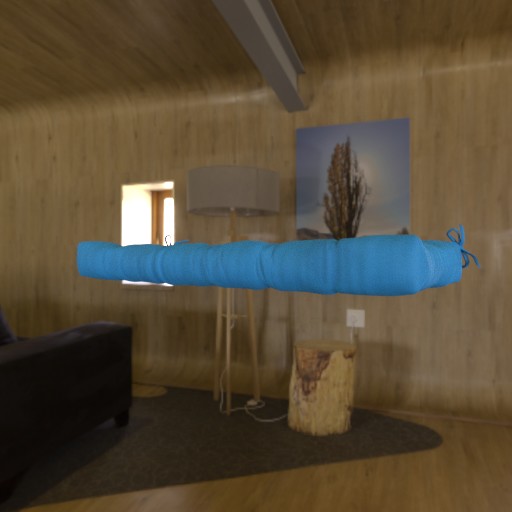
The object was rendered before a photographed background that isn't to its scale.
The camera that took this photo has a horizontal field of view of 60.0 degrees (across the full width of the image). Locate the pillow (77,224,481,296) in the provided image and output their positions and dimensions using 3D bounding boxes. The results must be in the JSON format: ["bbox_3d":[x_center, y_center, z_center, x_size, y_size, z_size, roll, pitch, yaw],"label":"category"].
[{"bbox_3d":[0.000,0.000,1.358,1.194,0.174,0.511,0,1,35],"label":"pillow"}]
